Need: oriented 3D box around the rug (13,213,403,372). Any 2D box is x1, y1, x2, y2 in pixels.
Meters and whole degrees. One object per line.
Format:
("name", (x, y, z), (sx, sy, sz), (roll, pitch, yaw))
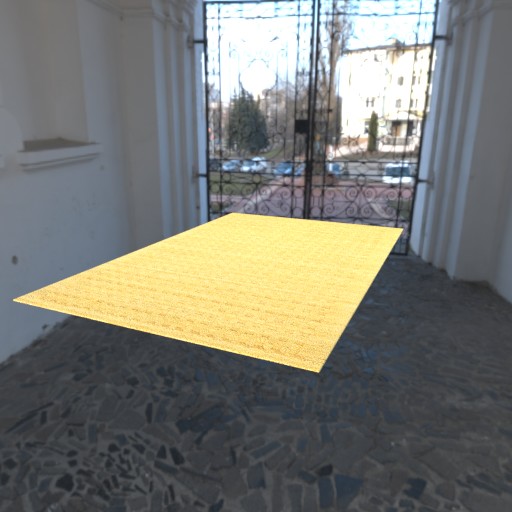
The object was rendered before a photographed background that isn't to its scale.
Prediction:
("rug", (0.000, 0.000, 2.823), (1.524, 0.006, 2.286), (8, 19, 23))
